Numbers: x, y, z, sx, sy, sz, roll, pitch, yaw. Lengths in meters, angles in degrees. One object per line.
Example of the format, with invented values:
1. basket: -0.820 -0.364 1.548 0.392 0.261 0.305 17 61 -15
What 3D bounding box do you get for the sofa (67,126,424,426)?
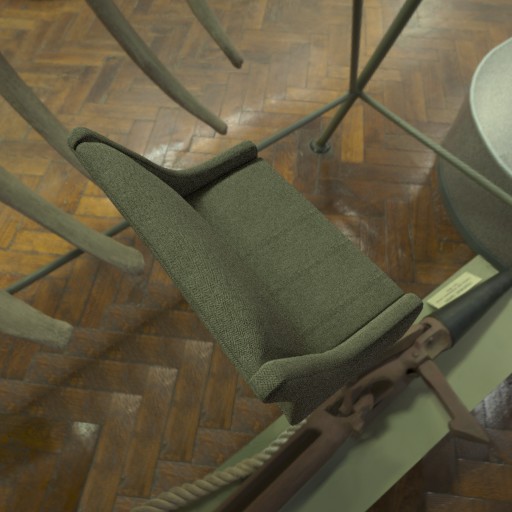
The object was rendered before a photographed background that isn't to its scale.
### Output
1. sofa: 0.000 0.000 1.931 0.870 1.021 1.242 -33 63 -19
